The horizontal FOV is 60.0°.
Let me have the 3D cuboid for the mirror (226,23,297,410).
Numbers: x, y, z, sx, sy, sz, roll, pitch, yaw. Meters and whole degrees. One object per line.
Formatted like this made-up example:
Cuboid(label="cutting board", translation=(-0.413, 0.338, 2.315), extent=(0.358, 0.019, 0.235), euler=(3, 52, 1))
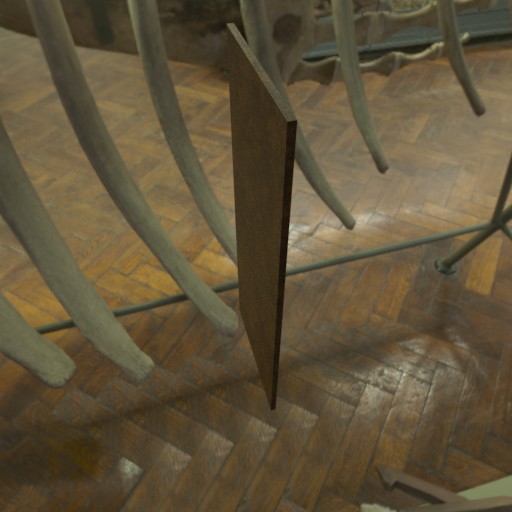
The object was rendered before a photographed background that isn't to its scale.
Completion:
Cuboid(label="mirror", translation=(0.000, 0.000, 2.341), extent=(0.032, 2.031, 0.812), euler=(-12, 48, -11))
